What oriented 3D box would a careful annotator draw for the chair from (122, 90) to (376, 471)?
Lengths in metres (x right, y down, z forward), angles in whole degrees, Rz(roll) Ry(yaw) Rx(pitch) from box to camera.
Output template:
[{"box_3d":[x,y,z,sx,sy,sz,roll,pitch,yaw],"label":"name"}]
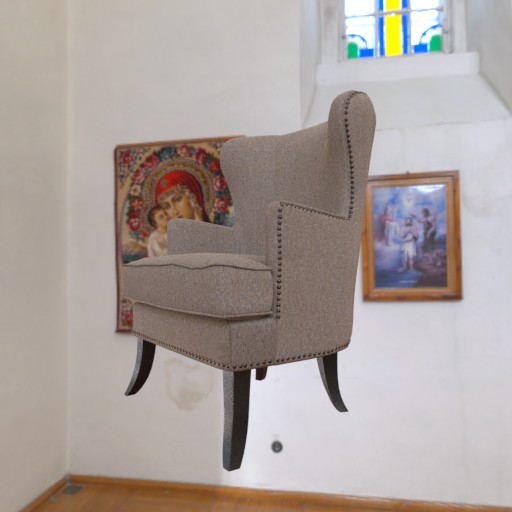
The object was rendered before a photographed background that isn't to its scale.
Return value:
[{"box_3d":[0.000,0.000,1.595,0.758,1.060,0.759,0,0,-35],"label":"chair"}]
